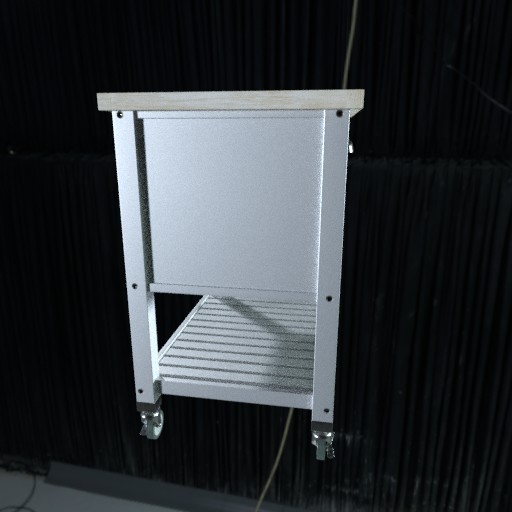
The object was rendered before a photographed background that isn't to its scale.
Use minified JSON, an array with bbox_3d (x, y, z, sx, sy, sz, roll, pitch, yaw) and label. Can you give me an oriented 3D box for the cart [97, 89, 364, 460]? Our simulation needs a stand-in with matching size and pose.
[{"bbox_3d":[0.000,0.000,1.390,0.559,0.914,0.762,3,16,10],"label":"cart"}]
